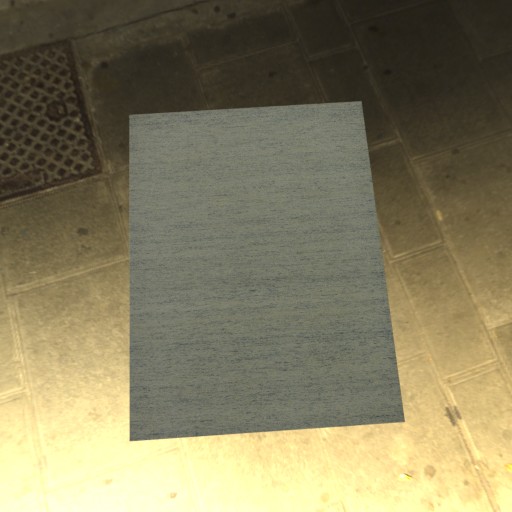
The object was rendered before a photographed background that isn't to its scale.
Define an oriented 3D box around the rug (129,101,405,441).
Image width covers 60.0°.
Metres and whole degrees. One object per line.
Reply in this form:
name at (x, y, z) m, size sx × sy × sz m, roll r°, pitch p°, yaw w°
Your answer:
rug at (0.000, 0.000, 4.283) m, size 2.438 × 0.006 × 3.197 m, roll -4°, pitch 77°, yaw -1°
